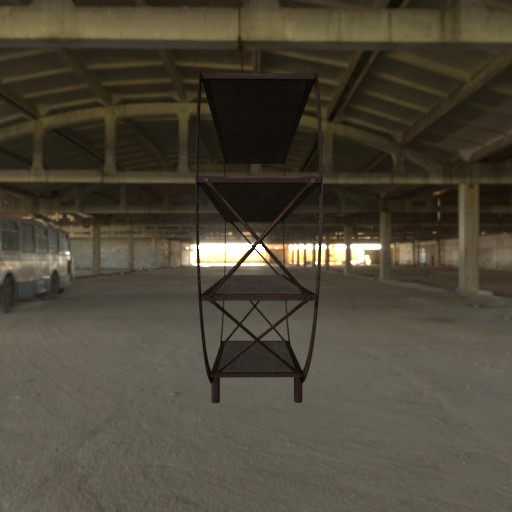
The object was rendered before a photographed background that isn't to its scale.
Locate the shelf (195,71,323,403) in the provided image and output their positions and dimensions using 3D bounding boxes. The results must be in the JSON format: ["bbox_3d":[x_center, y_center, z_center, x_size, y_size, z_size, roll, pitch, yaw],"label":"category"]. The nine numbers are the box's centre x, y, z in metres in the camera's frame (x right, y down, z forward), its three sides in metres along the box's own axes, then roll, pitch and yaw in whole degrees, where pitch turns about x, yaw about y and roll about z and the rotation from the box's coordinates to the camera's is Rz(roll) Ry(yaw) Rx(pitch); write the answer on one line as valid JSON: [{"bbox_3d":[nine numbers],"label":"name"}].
[{"bbox_3d":[0.000,0.000,1.881,0.344,1.063,1.403,0,0,-1],"label":"shelf"}]
